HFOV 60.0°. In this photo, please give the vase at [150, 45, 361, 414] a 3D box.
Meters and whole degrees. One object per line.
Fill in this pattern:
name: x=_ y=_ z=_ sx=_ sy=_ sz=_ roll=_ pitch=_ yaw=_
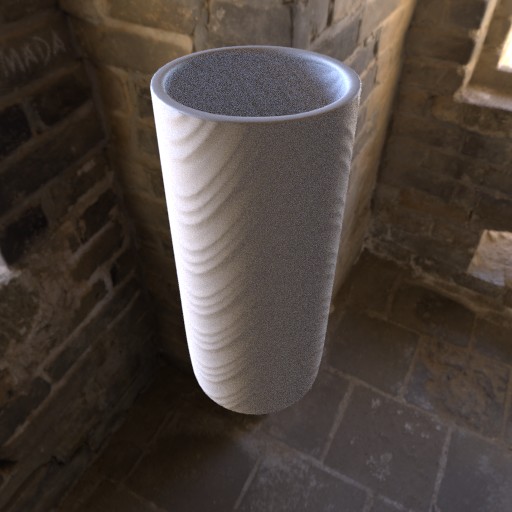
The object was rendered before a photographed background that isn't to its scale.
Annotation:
vase: x=0.000 y=0.000 z=0.397 sx=0.143 sy=0.316 sz=0.143 roll=0 pitch=42 yaw=0
